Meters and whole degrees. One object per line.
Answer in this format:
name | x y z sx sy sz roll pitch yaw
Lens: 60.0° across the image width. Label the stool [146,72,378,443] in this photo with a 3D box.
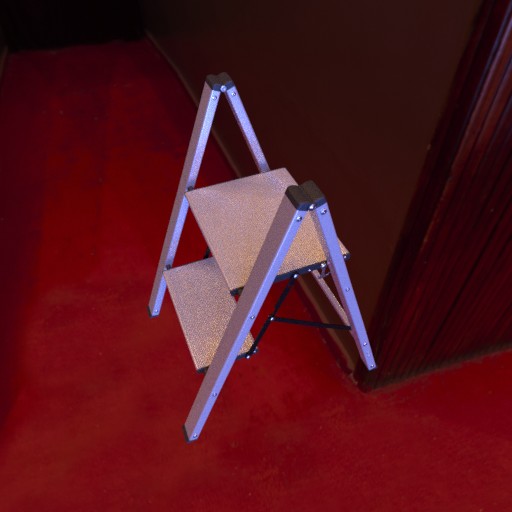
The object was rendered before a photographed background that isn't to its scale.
stool | 0.000 0.000 1.019 0.535 0.670 0.440 -17 49 -15
